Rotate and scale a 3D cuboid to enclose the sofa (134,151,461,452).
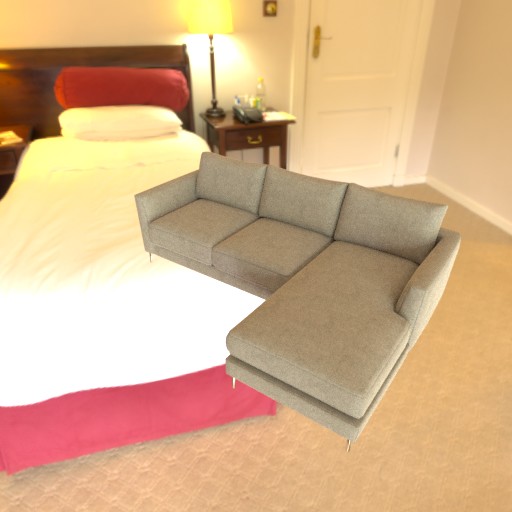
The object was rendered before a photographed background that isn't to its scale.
[{"bbox_3d":[0.000,0.000,3.218,2.438,0.864,1.626,20,35,30],"label":"sofa"}]
